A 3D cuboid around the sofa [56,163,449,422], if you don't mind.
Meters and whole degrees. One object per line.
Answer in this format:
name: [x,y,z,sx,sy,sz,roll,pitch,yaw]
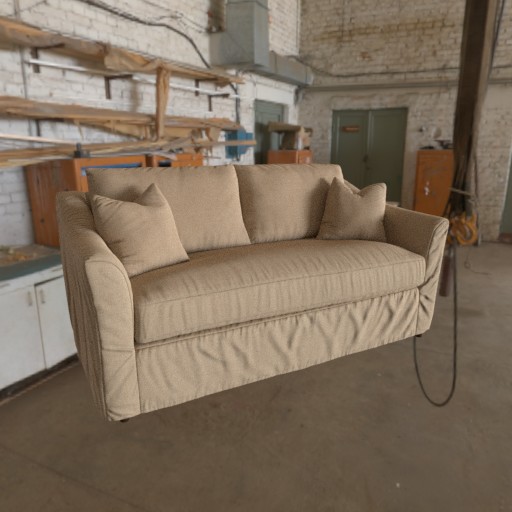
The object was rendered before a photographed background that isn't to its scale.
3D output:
sofa: [0.000,0.000,2.569,2.010,1.018,1.072,-8,17,-27]
